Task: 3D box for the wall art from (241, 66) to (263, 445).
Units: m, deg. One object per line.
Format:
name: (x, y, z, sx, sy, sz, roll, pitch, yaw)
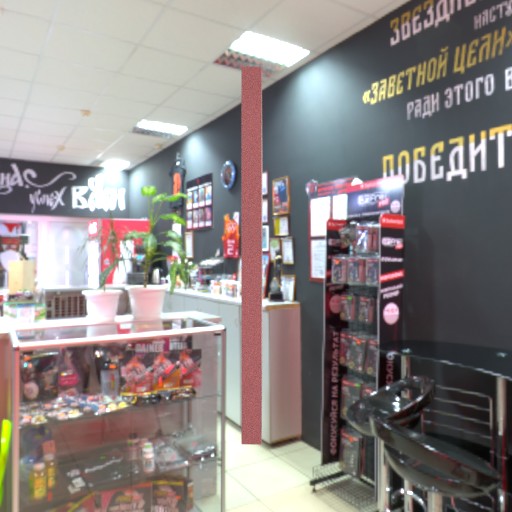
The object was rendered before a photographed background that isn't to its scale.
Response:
wall art: (0.000, 0.000, 1.176, 0.033, 0.617, 0.906, 0, 0, 1)
